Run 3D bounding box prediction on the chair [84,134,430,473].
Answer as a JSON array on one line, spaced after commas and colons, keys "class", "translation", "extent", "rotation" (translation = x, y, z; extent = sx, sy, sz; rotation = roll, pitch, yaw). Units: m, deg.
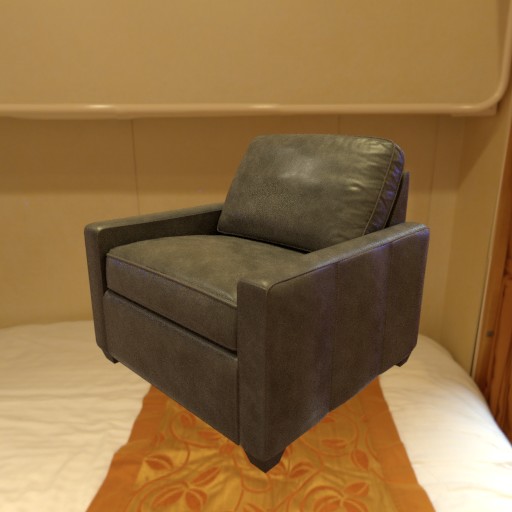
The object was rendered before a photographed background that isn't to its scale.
[{"class": "chair", "translation": [0.000, 0.000, 1.742], "extent": [1.006, 0.916, 0.939], "rotation": [16, 23, 42]}]
